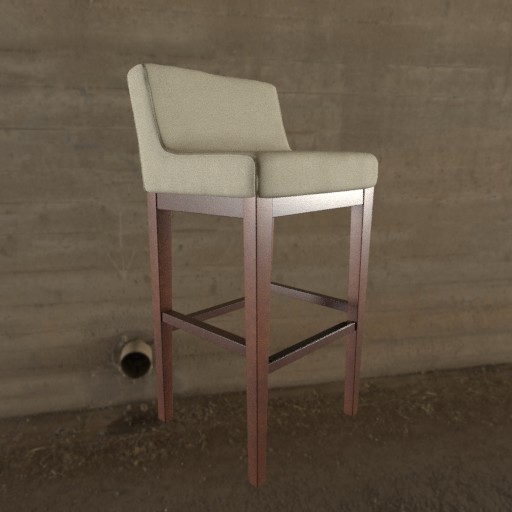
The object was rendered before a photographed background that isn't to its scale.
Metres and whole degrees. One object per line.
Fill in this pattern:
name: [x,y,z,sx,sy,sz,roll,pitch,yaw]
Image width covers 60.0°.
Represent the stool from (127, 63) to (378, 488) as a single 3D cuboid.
stool: [0.000,0.000,1.288,0.500,1.037,0.511,12,17,43]
